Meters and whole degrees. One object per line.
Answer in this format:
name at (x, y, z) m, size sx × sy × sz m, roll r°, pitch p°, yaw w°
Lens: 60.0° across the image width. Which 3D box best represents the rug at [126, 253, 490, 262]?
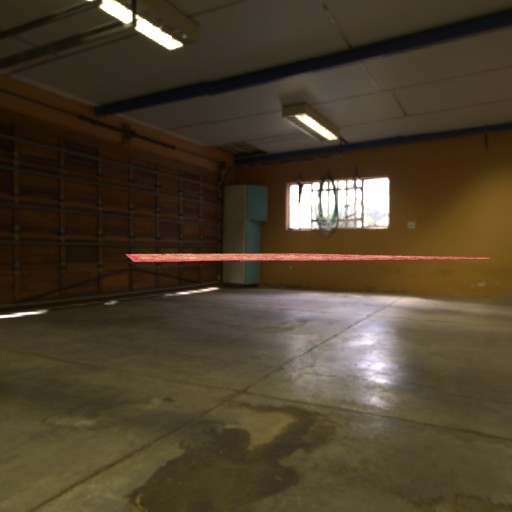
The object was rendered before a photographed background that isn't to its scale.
rug at (0.000, 0.000, 2.848) m, size 1.579 × 0.007 × 2.184 m, roll 0°, pitch 1°, yaw -17°
